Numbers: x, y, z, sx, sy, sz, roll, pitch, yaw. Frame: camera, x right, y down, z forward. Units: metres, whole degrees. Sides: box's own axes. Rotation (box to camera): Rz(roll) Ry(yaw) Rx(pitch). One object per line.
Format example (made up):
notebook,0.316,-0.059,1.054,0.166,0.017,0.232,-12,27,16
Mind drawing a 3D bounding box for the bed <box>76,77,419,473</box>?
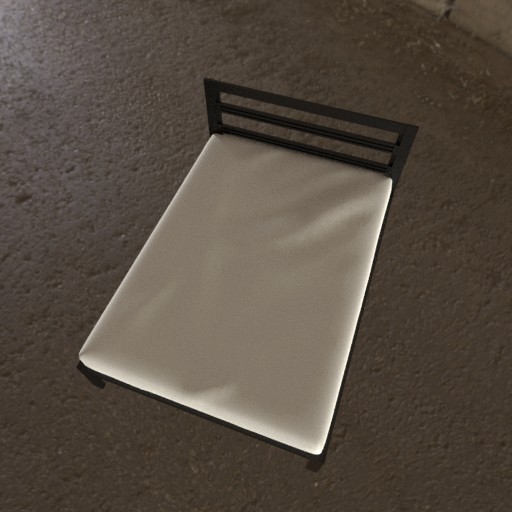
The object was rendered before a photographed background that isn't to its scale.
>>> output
bed,0.000,0.000,2.914,1.524,0.967,2.062,17,58,11
